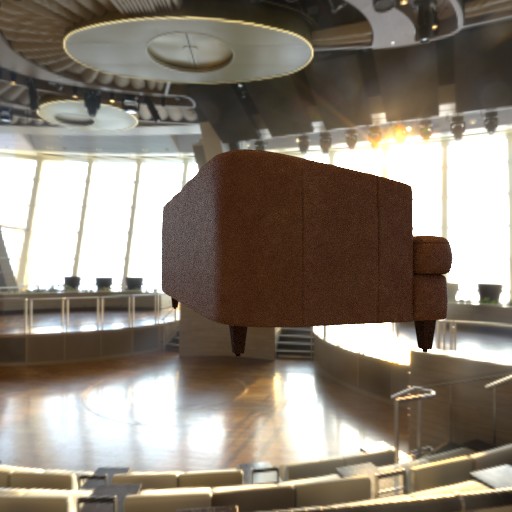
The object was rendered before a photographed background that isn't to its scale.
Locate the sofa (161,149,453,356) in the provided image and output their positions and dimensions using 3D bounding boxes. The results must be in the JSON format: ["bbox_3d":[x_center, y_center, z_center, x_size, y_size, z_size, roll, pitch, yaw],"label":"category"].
[{"bbox_3d":[0.000,0.000,2.662,0.922,0.791,2.257,0,-1,-18],"label":"sofa"}]
